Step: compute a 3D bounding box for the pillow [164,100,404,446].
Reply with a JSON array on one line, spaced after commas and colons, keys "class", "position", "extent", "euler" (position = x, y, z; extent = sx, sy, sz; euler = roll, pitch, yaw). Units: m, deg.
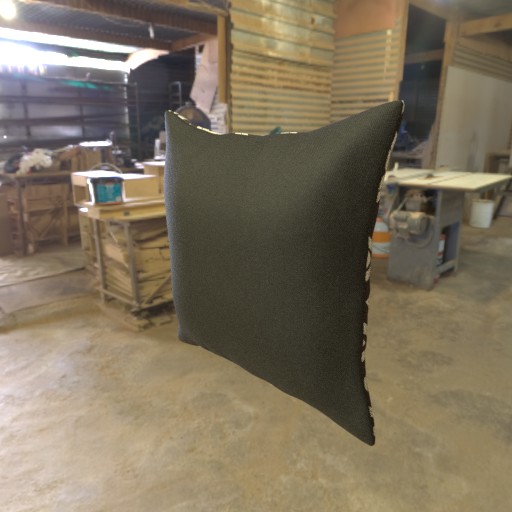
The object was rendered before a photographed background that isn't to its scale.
[{"class": "pillow", "position": [0.000, 0.000, 0.770], "extent": [0.188, 0.494, 0.504], "euler": [-15, 22, -43]}]
